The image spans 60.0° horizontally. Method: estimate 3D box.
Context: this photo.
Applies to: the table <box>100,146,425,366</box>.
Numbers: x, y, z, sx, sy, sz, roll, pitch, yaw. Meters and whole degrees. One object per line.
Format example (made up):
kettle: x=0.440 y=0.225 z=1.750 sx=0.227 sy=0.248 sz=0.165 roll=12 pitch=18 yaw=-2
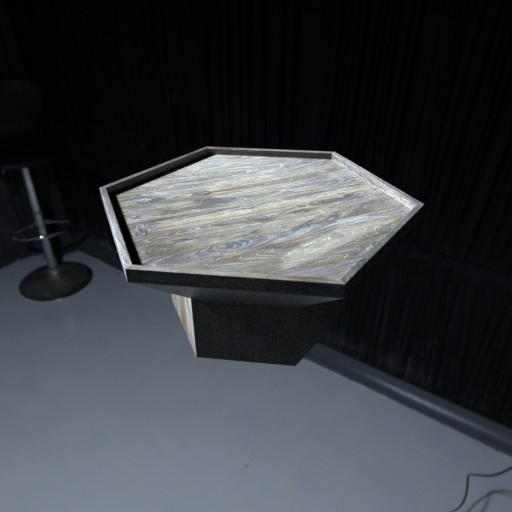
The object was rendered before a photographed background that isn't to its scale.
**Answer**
table: x=0.000 y=0.000 z=1.641 sx=0.966 sy=0.488 sz=1.115 roll=22 pitch=38 yaw=31
